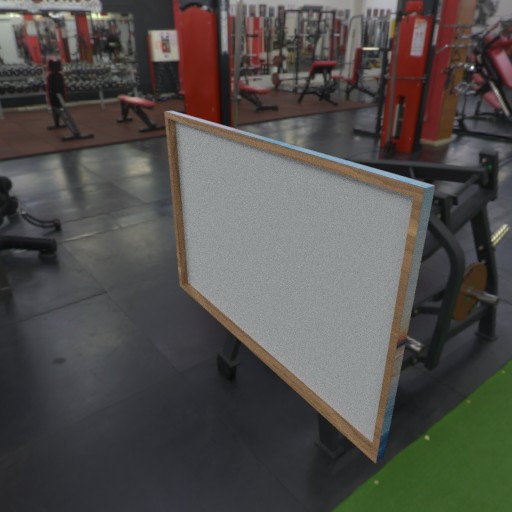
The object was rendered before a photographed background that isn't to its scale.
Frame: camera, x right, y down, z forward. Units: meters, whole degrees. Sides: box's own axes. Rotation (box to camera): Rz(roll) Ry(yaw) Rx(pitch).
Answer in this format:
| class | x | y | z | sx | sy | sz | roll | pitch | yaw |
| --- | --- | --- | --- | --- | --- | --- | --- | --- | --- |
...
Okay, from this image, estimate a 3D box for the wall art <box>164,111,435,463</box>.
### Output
| class | x | y | z | sx | sy | sz | roll | pitch | yaw |
| --- | --- | --- | --- | --- | --- | --- | --- | --- | --- |
| wall art | 0.000 | 0.000 | 1.424 | 0.034 | 0.756 | 1.137 | -18 | 32 | -31 |
